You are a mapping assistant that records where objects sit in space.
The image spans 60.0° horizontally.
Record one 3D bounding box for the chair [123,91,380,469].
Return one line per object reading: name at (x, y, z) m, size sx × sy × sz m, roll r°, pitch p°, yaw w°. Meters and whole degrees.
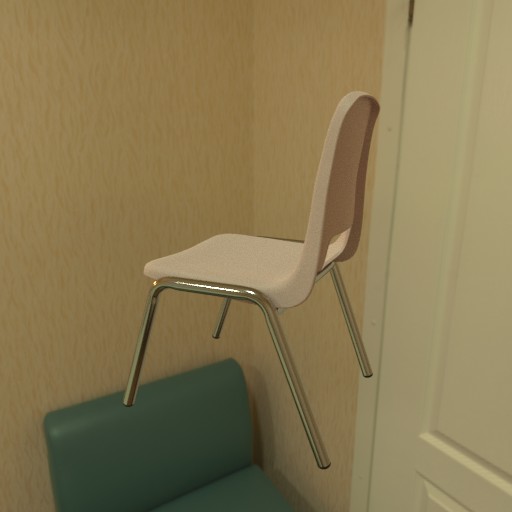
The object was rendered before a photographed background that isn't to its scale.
chair at (0.000, 0.000, 0.860) m, size 0.423 × 0.586 × 0.354 m, roll 8°, pitch 18°, yaw 26°
